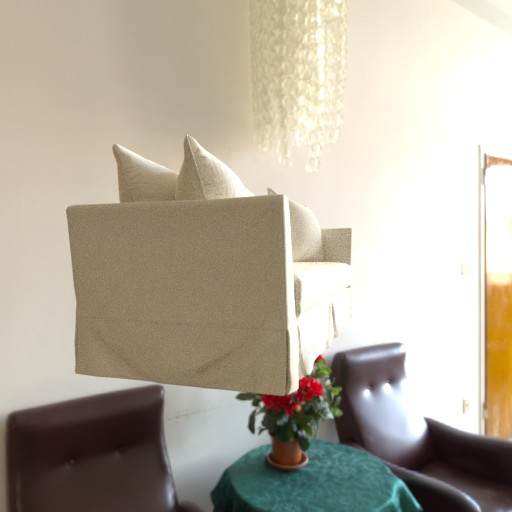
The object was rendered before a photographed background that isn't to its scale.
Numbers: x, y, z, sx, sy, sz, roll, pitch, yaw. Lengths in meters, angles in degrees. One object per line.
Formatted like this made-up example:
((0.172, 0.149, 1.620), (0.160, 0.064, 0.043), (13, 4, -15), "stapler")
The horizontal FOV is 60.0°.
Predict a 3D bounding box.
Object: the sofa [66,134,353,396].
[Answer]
((0.000, 0.000, 2.827), (1.031, 1.034, 2.290), (0, 0, 19), "sofa")
